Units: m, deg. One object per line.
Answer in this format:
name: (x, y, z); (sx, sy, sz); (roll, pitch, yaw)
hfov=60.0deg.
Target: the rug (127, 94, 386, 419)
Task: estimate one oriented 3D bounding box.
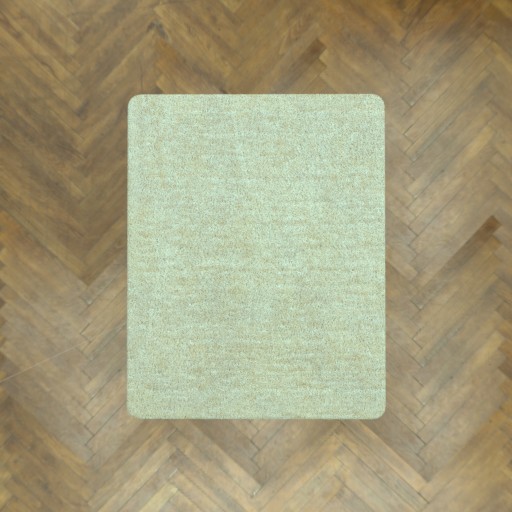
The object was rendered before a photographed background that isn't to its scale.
rug: (0.000, 0.000, 3.455); (2.009, 0.048, 2.528); (0, 89, 0)
